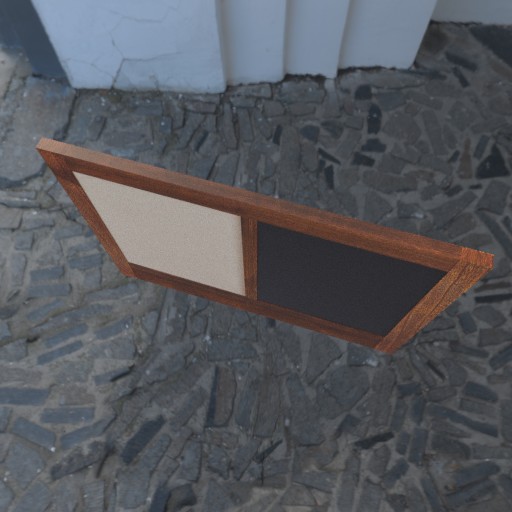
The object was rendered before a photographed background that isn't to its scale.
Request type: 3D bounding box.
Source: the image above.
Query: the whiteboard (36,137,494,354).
[{"bbox_3d":[0.000,0.000,0.979,0.768,0.553,0.083,16,65,7],"label":"whiteboard"}]
